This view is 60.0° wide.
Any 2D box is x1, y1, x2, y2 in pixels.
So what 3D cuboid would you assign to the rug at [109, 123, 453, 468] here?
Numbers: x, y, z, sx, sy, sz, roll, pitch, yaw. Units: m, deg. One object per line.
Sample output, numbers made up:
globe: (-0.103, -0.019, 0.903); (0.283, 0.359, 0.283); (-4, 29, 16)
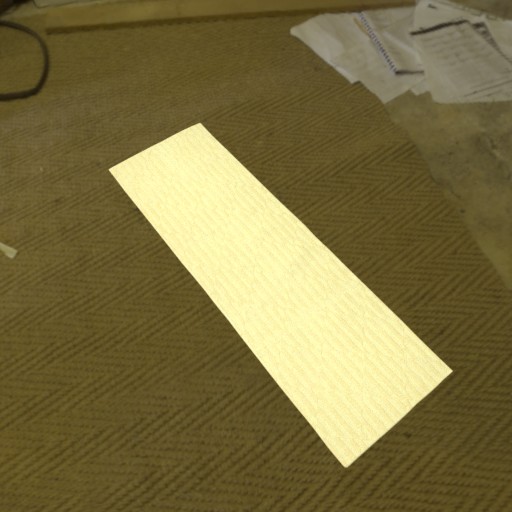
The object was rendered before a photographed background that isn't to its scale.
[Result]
rug: (0.000, 0.000, 2.766); (0.793, 0.014, 2.450); (-33, 64, -19)
